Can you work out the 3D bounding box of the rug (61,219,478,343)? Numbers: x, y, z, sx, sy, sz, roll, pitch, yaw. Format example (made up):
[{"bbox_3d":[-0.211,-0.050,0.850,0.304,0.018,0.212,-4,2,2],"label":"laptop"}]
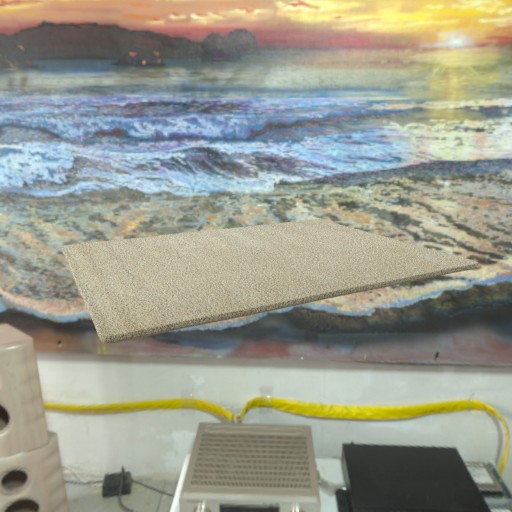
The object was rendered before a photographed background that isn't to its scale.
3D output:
[{"bbox_3d":[0.000,0.000,2.092,1.600,0.025,1.199,-8,17,-27],"label":"rug"}]
